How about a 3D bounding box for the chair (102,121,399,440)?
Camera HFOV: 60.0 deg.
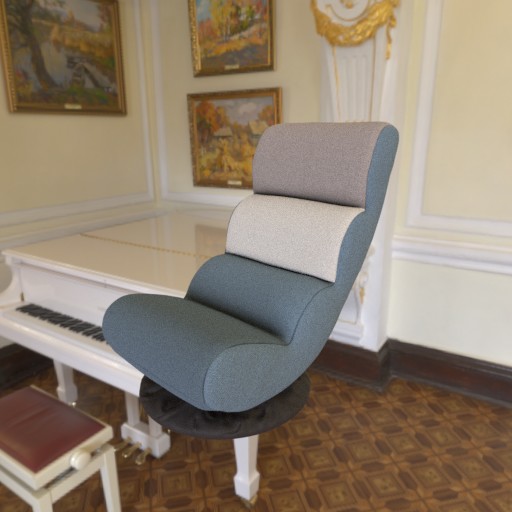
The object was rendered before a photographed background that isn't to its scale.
[{"bbox_3d":[0.000,0.000,1.089,0.420,0.641,0.661,15,21,43],"label":"chair"}]
